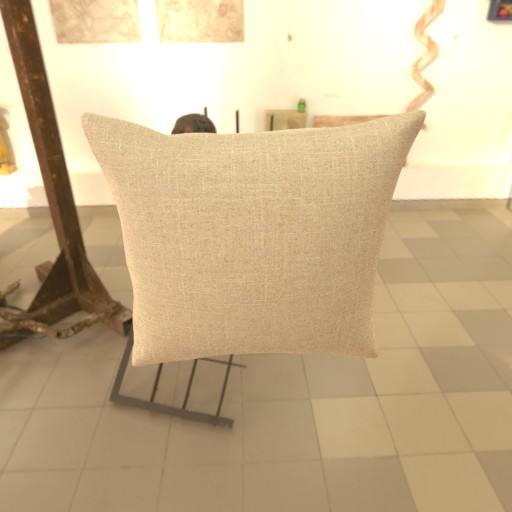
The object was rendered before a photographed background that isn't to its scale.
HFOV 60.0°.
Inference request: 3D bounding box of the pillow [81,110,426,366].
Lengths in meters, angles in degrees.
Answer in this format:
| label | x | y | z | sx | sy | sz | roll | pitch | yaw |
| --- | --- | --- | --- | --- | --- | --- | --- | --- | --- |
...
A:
| label | x | y | z | sx | sy | sz | roll | pitch | yaw |
| --- | --- | --- | --- | --- | --- | --- | --- | --- | --- |
| pillow | 0.000 | 0.000 | 0.628 | 0.414 | 0.399 | 0.173 | -1 | 30 | -2 |
